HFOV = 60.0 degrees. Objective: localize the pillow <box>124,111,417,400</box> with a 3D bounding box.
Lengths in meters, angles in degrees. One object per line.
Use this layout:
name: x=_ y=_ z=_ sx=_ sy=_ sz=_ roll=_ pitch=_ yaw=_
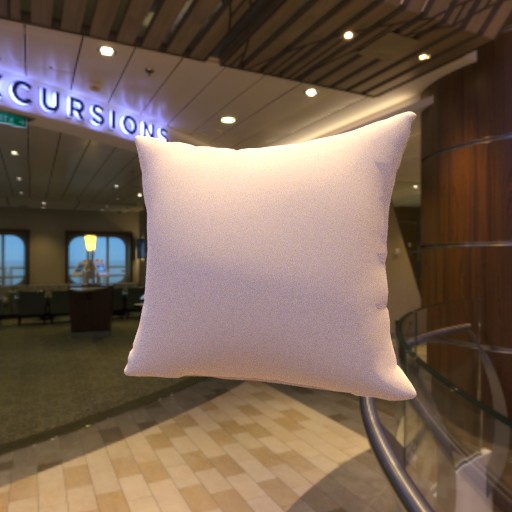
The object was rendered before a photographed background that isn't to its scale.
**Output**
pillow: x=0.000 y=0.000 z=0.818 sx=0.560 sy=0.487 sz=0.229 roll=0 pitch=-1 yaw=17
